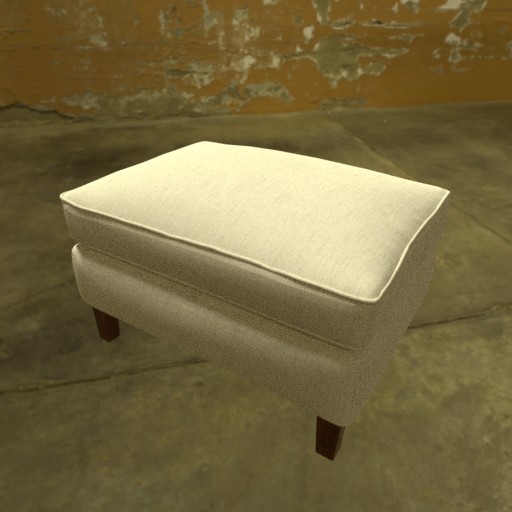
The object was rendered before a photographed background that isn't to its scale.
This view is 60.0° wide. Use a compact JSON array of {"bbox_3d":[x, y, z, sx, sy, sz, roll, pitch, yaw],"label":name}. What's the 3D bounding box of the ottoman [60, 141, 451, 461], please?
[{"bbox_3d":[0.000,0.000,0.951,0.665,0.406,0.501,18,35,28],"label":"ottoman"}]
